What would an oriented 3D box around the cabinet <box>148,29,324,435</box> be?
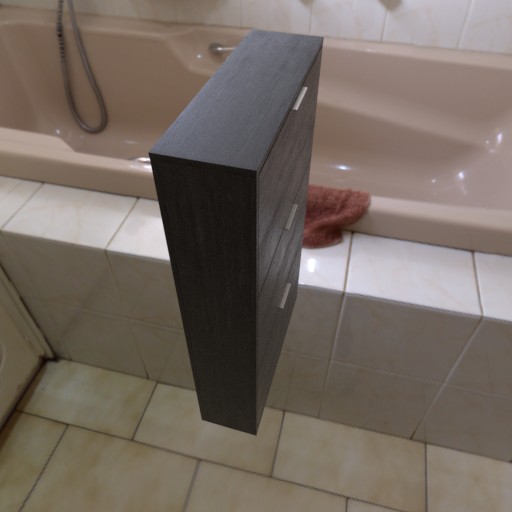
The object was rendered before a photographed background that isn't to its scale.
[{"bbox_3d":[0.000,0.000,1.608,0.250,1.280,0.750,12,47,11],"label":"cabinet"}]
